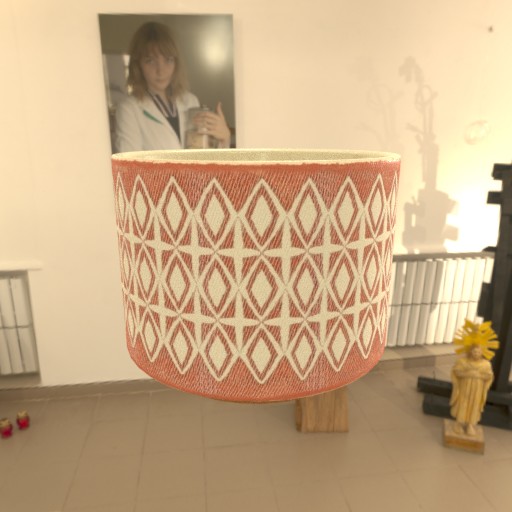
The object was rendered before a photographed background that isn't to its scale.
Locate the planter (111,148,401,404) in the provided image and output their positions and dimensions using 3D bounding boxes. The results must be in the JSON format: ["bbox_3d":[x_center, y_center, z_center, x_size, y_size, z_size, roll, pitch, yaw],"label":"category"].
[{"bbox_3d":[0.000,0.000,0.327,0.192,0.148,0.192,0,15,0],"label":"planter"}]
